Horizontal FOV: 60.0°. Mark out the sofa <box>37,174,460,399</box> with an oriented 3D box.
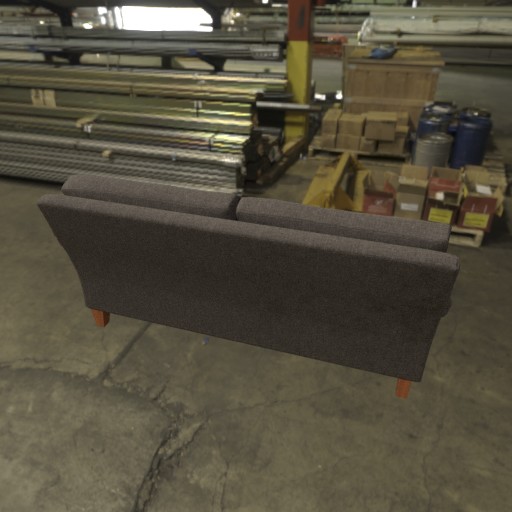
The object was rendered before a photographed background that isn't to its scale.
[{"bbox_3d":[0.000,0.000,2.728,2.160,1.054,1.087,10,33,15],"label":"sofa"}]
